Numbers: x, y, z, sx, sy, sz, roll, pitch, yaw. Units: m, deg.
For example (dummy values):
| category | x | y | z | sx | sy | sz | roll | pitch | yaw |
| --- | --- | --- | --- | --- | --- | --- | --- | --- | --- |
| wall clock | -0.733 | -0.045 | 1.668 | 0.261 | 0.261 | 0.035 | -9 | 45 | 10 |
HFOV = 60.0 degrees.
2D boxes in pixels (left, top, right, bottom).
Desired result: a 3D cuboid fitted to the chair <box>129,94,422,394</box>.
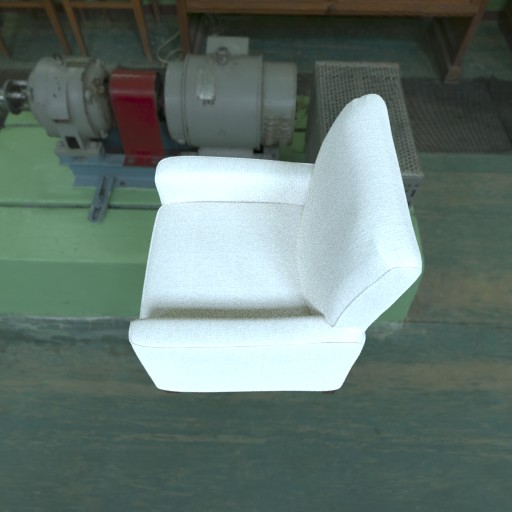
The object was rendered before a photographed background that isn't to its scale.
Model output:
| category | x | y | z | sx | sy | sz | roll | pitch | yaw |
| --- | --- | --- | --- | --- | --- | --- | --- | --- | --- |
| chair | 0.000 | 0.000 | 1.679 | 0.858 | 1.028 | 0.841 | 0 | 57 | 0 |
